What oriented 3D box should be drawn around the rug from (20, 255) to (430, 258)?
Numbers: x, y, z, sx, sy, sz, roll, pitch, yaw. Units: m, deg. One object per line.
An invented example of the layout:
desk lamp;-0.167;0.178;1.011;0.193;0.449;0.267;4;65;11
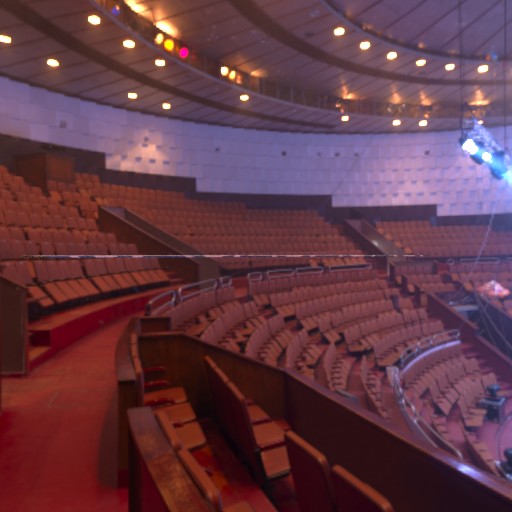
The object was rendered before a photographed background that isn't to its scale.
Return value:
rug;0.000;0.000;2.516;2.296;0.006;0.685;0;0;-35
